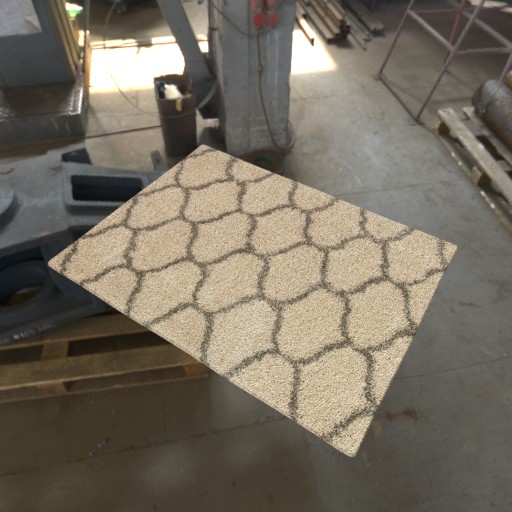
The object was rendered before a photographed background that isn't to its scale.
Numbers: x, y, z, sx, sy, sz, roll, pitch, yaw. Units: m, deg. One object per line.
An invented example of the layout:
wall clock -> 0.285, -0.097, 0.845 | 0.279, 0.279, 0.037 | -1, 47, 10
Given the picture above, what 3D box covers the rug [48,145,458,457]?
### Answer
rug -> 0.000, 0.000, 2.149 | 1.600, 0.025, 1.200 | 26, 53, 22
